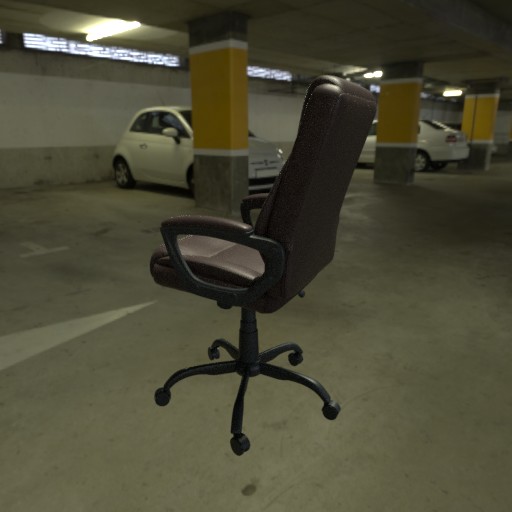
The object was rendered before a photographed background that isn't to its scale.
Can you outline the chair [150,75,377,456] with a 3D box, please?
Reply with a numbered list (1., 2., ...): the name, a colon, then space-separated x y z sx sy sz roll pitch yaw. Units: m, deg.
1. chair: 0.000 0.000 1.479 0.655 1.072 0.615 7 17 24
